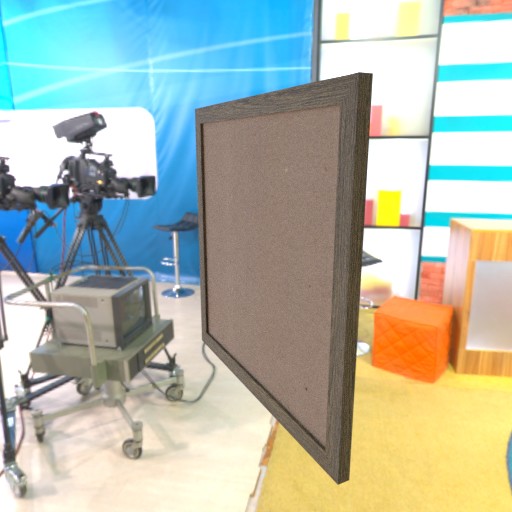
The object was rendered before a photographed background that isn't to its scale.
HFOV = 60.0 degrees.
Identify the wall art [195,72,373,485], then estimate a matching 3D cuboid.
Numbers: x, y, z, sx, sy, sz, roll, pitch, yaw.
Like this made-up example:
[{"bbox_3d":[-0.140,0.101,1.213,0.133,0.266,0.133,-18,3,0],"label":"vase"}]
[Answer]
[{"bbox_3d":[0.000,0.000,0.746,0.019,0.508,0.508,-7,15,-26],"label":"wall art"}]
